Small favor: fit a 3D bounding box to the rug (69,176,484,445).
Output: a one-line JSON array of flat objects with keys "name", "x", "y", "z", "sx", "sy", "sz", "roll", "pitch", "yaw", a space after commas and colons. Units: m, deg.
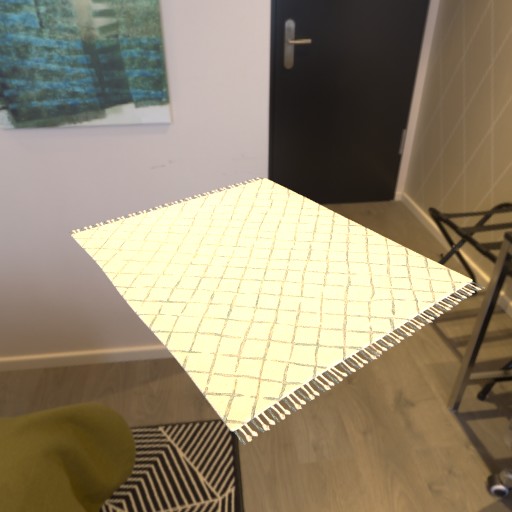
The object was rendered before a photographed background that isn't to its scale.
[{"name": "rug", "x": 0.000, "y": 0.000, "z": 4.773, "sx": 2.892, "sy": 0.036, "sz": 3.585, "roll": -22, "pitch": 38, "yaw": -31}]
